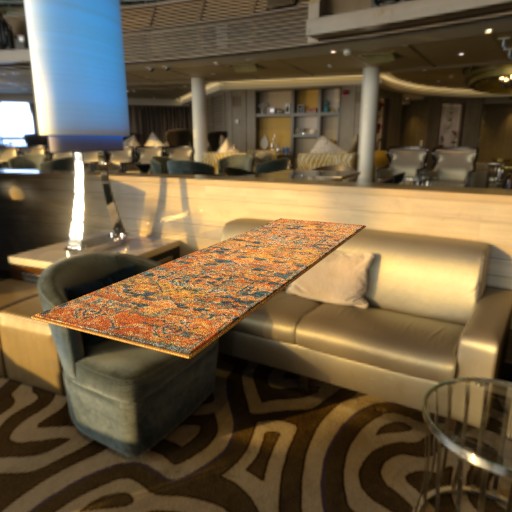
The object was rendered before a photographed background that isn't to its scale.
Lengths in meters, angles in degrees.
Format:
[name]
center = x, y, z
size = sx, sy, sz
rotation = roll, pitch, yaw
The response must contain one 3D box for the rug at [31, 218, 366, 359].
[rug]
center = 0.000, 0.000, 1.950
size = 0.556, 0.013, 1.820
rotation = 7, 16, 25
